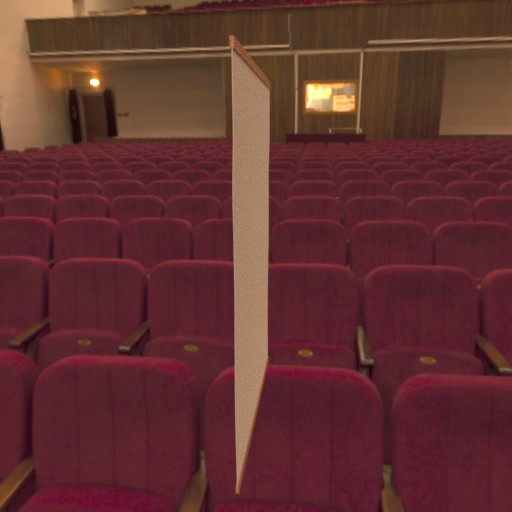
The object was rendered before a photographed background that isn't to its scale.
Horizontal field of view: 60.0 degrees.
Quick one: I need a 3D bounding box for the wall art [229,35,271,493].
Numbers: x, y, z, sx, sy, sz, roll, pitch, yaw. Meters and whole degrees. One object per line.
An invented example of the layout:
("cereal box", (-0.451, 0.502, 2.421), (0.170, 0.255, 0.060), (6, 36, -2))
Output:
("wall art", (0.000, 0.000, 1.910), (0.019, 1.527, 1.019), (2, 14, 7))
